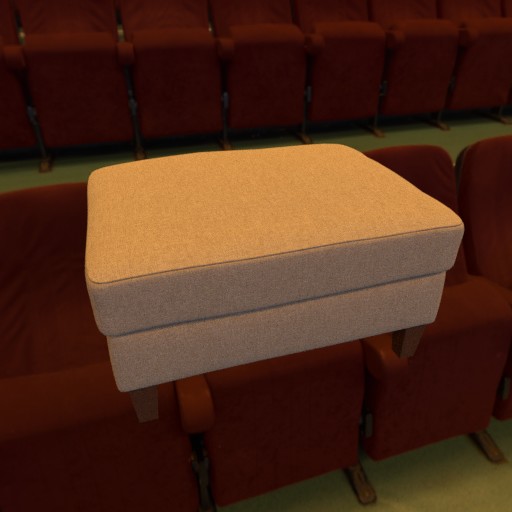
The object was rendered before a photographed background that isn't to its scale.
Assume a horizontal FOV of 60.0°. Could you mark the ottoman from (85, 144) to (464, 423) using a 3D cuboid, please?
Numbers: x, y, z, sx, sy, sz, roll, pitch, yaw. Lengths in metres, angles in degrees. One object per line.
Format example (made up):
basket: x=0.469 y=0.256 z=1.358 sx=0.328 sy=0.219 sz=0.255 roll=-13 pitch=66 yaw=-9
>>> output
ottoman: x=0.000 y=0.000 z=1.330 sx=0.898 sy=0.519 sz=0.677 roll=-9 pitch=33 yaw=-15
